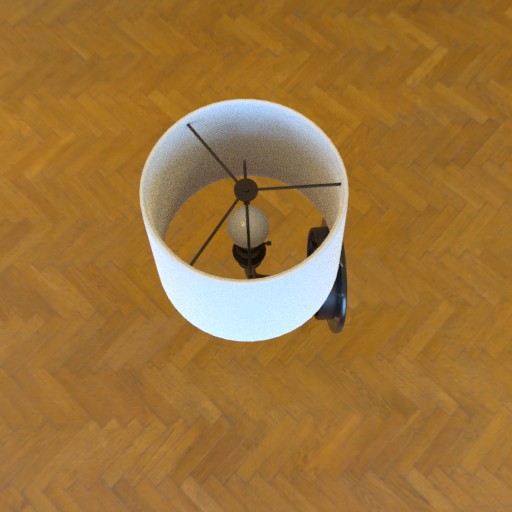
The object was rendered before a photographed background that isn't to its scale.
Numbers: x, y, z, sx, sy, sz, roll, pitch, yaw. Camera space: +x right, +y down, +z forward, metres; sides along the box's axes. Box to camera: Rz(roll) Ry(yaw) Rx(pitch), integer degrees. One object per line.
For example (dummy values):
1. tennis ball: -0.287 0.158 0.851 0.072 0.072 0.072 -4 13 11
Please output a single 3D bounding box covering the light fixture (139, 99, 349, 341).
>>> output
1. light fixture: 0.000 0.000 0.438 0.188 0.337 0.168 -3 75 -1
